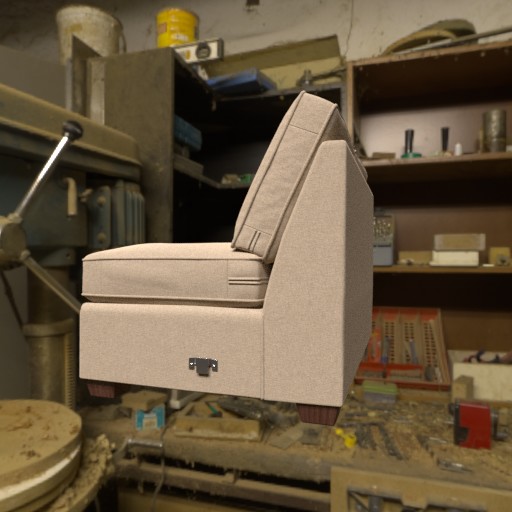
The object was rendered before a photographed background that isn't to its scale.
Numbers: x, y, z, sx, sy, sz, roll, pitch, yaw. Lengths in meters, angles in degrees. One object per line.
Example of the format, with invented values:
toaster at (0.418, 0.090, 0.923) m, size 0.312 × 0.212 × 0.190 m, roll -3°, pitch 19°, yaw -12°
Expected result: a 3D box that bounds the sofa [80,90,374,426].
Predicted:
sofa at (0.000, 0.000, 1.997) m, size 0.951 × 1.008 × 1.237 m, roll 0°, pitch 0°, yaw 18°
